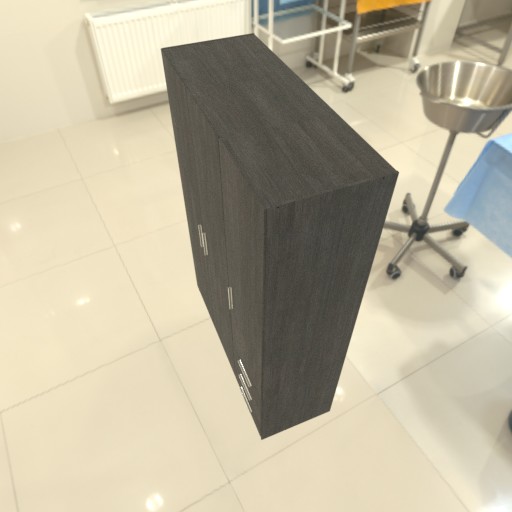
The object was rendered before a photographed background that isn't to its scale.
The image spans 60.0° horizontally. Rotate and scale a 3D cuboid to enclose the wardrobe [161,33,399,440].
[{"bbox_3d":[0.000,0.000,2.532,0.510,1.910,1.290,-17,50,-15],"label":"wardrobe"}]
